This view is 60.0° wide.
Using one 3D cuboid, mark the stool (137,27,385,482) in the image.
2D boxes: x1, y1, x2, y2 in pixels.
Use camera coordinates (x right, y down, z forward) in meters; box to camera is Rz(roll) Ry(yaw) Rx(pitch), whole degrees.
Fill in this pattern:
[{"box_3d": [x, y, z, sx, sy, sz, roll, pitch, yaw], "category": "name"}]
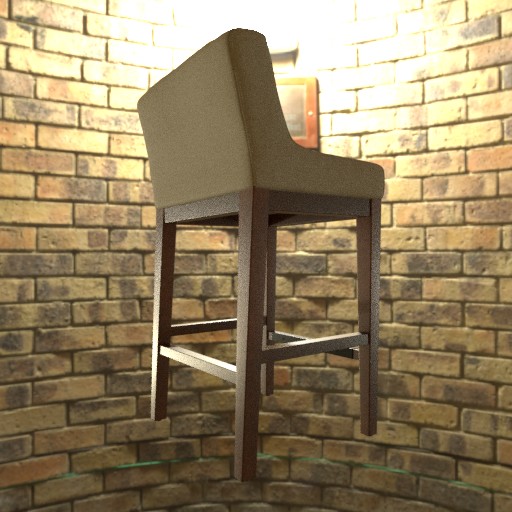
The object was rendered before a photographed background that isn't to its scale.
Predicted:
[{"box_3d": [0.000, 0.000, 1.208, 0.500, 0.937, 0.511, 0, -1, -37], "category": "stool"}]
